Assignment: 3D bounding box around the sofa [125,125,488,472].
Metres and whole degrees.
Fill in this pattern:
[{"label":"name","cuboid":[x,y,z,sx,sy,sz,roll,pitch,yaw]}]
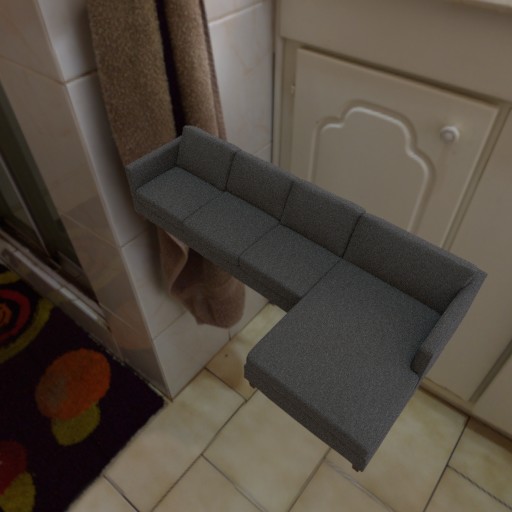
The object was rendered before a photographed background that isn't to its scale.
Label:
[{"label":"sofa","cuboid":[0.000,0.000,3.768,3.186,0.846,1.625,32,54,27]}]
